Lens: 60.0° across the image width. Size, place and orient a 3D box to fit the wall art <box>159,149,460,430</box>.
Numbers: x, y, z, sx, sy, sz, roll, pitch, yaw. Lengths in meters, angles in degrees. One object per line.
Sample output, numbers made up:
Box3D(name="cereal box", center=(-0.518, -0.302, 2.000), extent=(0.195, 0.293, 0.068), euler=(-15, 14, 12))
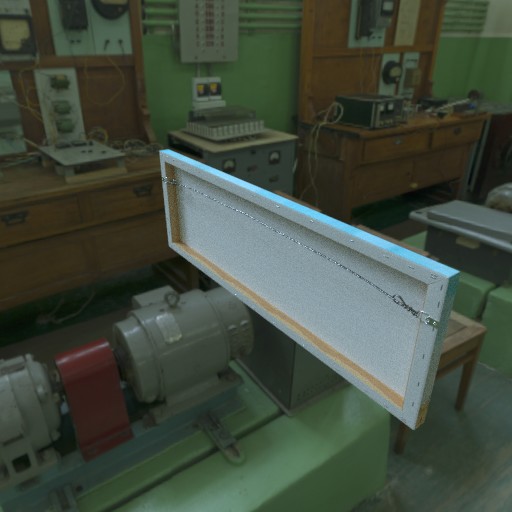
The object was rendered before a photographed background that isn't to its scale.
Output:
Box3D(name="wall art", center=(0.000, 0.000, 0.844), extent=(0.044, 0.254, 0.759), euler=(-19, 33, -32))
